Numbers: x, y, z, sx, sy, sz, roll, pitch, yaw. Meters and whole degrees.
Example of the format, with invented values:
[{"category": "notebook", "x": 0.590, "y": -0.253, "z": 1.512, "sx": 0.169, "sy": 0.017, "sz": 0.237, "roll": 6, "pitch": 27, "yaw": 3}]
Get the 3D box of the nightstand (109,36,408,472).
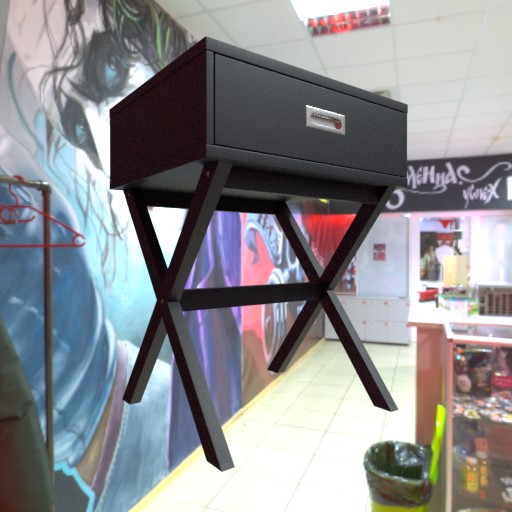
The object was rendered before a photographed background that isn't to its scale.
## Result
[{"category": "nightstand", "x": 0.000, "y": 0.000, "z": 0.928, "sx": 0.479, "sy": 0.623, "sz": 0.402, "roll": 0, "pitch": 1, "yaw": -37}]
